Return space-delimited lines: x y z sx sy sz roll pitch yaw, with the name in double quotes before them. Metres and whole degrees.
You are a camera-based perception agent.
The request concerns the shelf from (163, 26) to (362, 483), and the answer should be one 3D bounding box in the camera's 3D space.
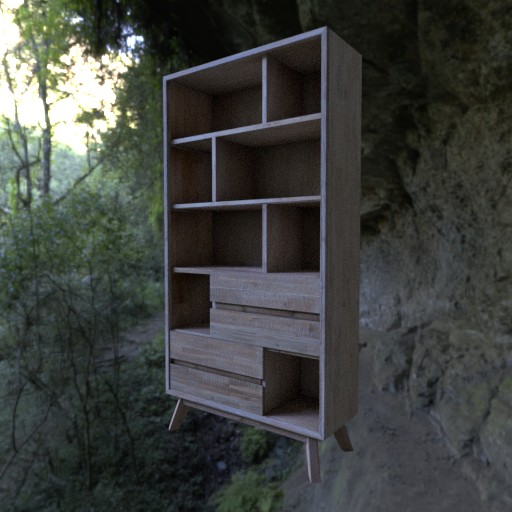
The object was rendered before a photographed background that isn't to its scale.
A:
"shelf" 0.000 0.000 1.750 0.748 1.471 0.308 2 3 36
